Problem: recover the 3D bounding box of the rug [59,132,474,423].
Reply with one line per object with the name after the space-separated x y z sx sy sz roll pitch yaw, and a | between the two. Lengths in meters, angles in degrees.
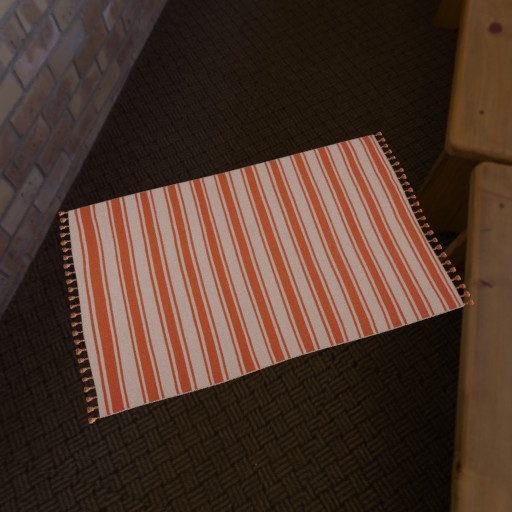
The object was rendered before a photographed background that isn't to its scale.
0.000 0.000 2.503 2.092 0.017 1.232 -15 66 -7 | rug
